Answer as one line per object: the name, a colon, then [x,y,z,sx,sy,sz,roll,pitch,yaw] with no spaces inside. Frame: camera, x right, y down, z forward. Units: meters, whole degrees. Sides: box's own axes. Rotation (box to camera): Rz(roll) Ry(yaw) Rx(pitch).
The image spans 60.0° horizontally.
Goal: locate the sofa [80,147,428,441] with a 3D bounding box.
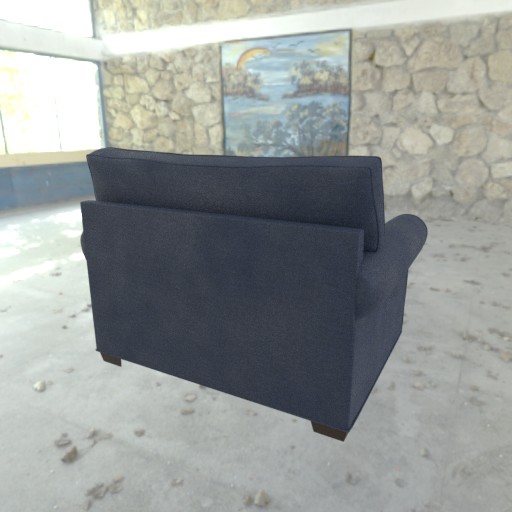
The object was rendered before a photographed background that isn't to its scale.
sofa: [0.000,0.000,2.103,1.405,1.004,0.938,9,18,27]
